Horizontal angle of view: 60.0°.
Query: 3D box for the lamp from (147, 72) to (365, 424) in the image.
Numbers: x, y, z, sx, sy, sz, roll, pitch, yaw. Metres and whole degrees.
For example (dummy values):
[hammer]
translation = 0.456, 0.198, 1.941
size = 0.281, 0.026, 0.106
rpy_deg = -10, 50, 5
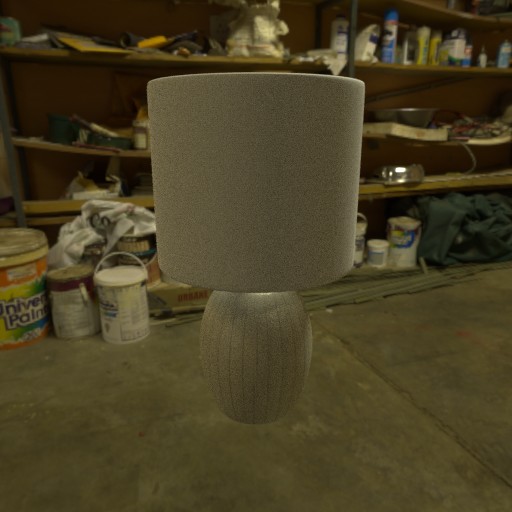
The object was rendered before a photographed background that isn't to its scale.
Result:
[lamp]
translation = 0.000, 0.000, 0.760
size = 0.329, 0.570, 0.329
rpy_deg = 7, 18, 24
